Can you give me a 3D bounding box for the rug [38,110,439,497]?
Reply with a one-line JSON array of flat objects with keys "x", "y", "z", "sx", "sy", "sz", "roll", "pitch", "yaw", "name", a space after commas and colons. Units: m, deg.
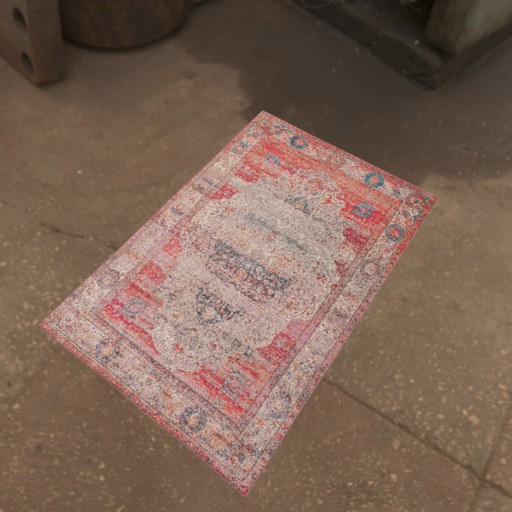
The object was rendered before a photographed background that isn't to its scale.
[{"x": 0.000, "y": 0.000, "z": 2.289, "sx": 1.219, "sy": 0.006, "sz": 1.829, "roll": 32, "pitch": 64, "yaw": 18, "name": "rug"}]
